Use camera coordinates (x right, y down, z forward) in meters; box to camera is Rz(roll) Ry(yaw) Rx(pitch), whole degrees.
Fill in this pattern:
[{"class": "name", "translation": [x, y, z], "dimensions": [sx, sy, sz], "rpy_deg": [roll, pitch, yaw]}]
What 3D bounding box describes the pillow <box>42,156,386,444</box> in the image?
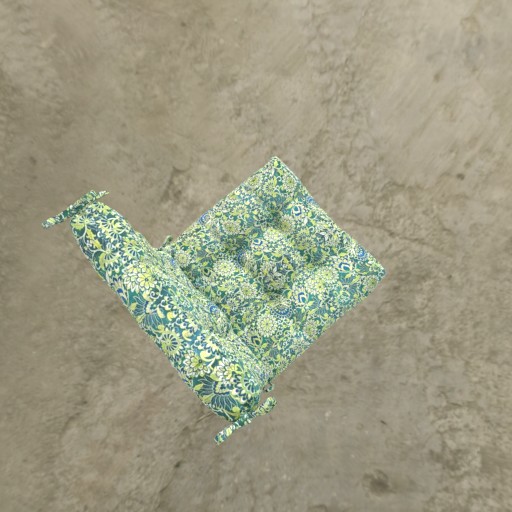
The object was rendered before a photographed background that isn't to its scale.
[{"class": "pillow", "translation": [0.000, 0.000, 1.024], "dimensions": [0.571, 0.605, 0.519], "rpy_deg": [-40, 79, -9]}]
